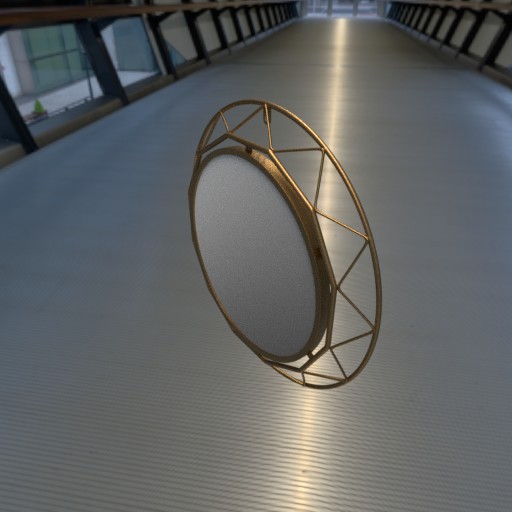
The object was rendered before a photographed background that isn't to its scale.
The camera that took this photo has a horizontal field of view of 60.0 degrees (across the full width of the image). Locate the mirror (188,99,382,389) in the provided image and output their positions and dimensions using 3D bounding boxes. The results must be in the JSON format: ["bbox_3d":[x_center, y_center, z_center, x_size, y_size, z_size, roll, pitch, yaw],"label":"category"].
[{"bbox_3d":[0.000,0.000,0.682,0.043,0.454,0.454,-21,37,-30],"label":"mirror"}]
